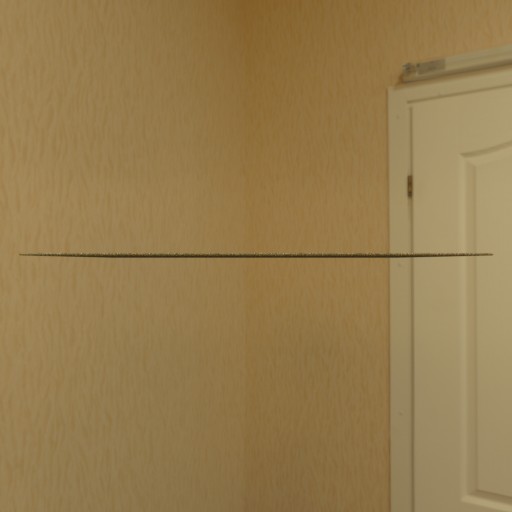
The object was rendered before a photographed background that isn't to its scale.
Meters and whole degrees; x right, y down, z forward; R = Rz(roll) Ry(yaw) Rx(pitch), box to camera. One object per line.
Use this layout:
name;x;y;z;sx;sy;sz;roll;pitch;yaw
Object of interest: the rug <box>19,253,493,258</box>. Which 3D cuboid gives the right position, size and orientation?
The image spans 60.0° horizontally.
rug;0.000;0.000;3.038;2.448;0.012;1.540;0;-1;-1
